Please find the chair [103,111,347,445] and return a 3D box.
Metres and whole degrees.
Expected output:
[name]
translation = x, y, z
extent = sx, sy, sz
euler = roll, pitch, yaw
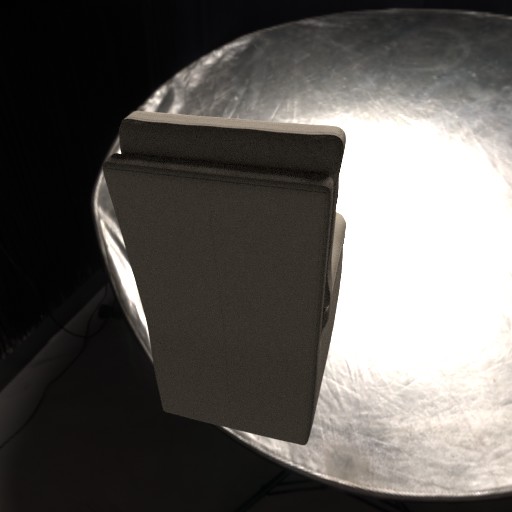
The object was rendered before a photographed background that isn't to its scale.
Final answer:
[chair]
translation = 0.000, 0.000, 1.345
extent = 0.503, 0.927, 0.698
euler = 9, 33, 13
